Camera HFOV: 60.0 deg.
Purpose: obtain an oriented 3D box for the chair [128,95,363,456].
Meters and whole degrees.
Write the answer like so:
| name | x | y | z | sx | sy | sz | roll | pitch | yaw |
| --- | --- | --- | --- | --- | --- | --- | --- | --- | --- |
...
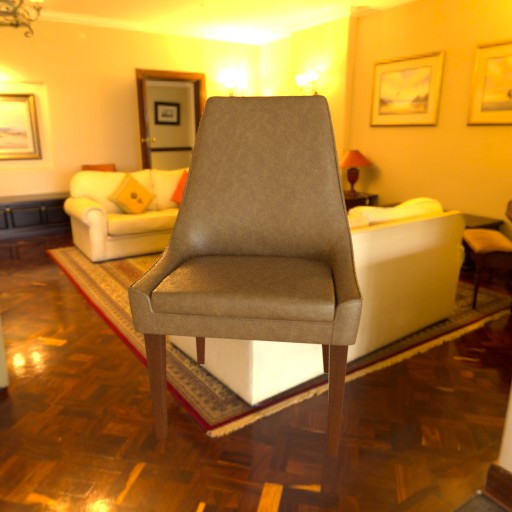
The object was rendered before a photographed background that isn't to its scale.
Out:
| name | x | y | z | sx | sy | sz | roll | pitch | yaw |
| --- | --- | --- | --- | --- | --- | --- | --- | --- | --- |
| chair | 0.000 | 0.000 | 1.213 | 0.529 | 0.861 | 0.544 | 2 | 16 | 7 |
